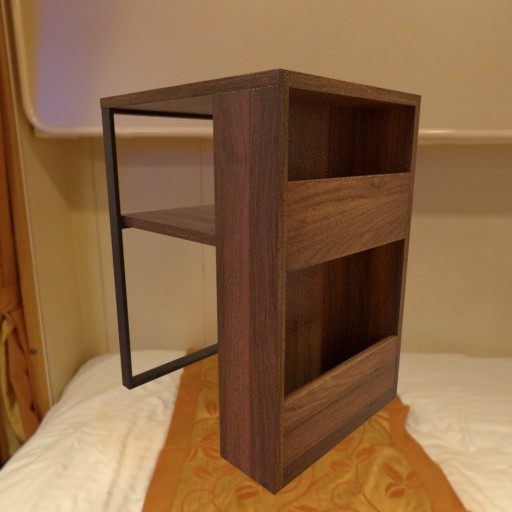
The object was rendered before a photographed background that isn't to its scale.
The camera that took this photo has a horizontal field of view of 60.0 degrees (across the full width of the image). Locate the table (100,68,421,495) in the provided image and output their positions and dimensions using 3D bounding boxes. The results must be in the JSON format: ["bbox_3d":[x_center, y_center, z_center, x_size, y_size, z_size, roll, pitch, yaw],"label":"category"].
[{"bbox_3d":[0.000,0.000,1.531,0.786,1.041,0.660,13,19,43],"label":"table"}]
